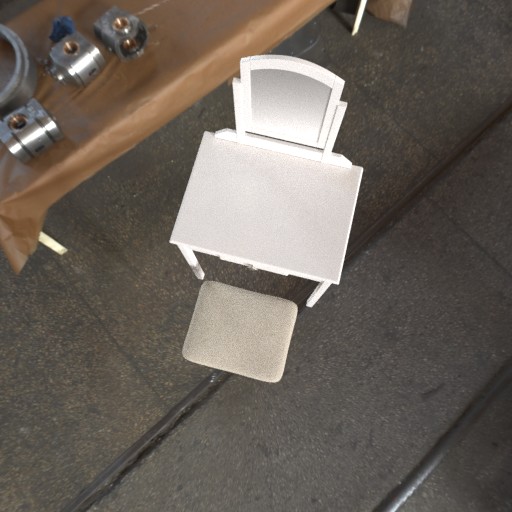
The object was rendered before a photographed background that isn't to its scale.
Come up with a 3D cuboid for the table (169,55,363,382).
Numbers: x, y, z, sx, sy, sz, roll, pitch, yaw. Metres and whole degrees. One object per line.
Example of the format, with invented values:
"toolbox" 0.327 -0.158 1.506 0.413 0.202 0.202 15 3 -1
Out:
"table" 0.000 0.000 2.320 0.876 1.631 1.211 14 76 4
